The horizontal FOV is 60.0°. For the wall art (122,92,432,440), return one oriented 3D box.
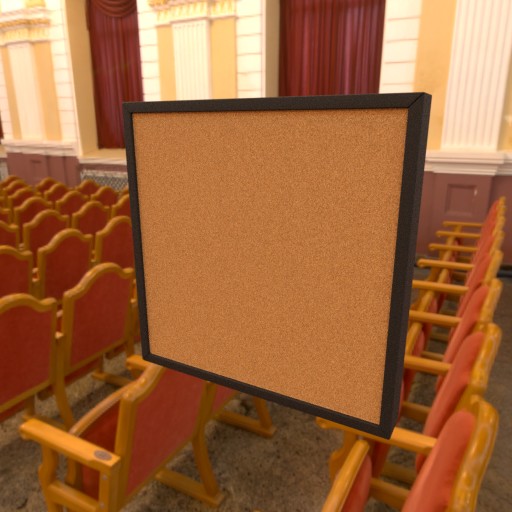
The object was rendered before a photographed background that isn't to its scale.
[{"bbox_3d":[0.000,0.000,0.455,0.305,0.305,0.037,9,19,28],"label":"wall art"}]
